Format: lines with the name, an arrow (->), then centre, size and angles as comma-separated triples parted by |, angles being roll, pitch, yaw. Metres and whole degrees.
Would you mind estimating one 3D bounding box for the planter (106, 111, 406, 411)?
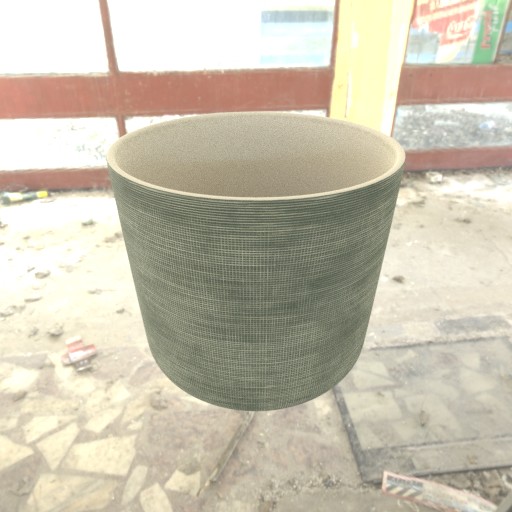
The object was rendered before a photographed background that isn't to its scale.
planter -> 0.000, 0.000, 0.777 | 0.440, 0.398, 0.440 | 0, 30, 0
